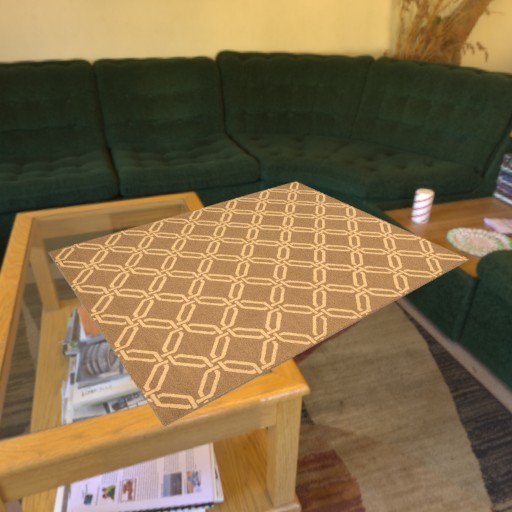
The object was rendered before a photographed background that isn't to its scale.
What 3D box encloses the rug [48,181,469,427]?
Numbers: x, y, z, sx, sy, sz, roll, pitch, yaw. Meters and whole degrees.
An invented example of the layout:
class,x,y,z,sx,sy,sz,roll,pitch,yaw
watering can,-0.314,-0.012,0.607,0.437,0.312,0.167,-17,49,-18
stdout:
class,x,y,z,sx,sy,sz,roll,pitch,yaw
rug,0.000,0.000,3.879,2.895,0.018,2.288,-21,36,-31
